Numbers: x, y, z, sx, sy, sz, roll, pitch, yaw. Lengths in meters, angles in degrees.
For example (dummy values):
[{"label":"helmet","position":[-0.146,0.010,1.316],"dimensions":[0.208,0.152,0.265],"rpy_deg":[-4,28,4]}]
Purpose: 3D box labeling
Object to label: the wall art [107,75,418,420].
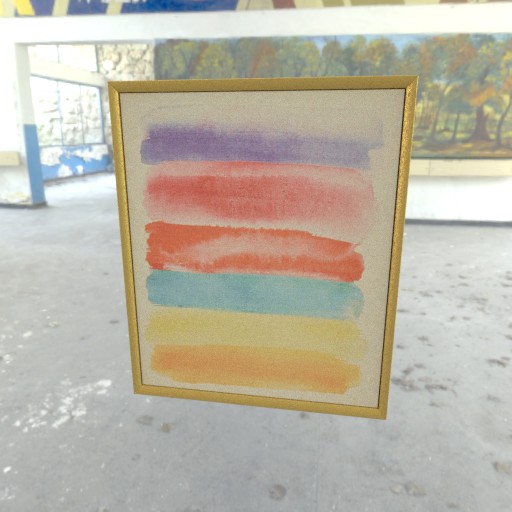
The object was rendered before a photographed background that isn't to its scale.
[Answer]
[{"label":"wall art","position":[0.000,0.000,0.864],"dimensions":[0.537,0.642,0.048],"rpy_deg":[3,16,10]}]
